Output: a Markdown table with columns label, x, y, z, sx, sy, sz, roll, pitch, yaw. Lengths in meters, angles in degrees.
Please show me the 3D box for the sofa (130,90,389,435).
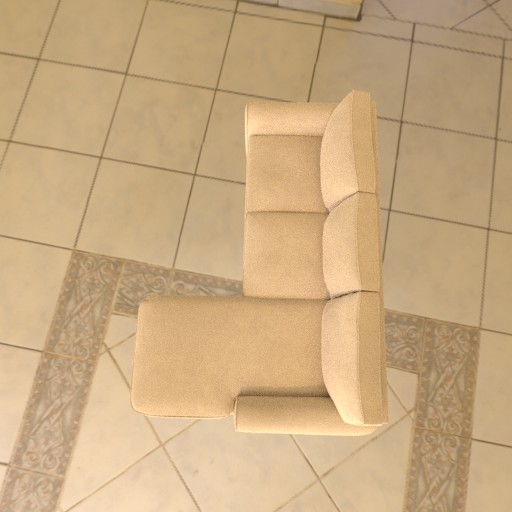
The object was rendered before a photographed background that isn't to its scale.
| label | x | y | z | sx | sy | sz | roll | pitch | yaw |
| --- | --- | --- | --- | --- | --- | --- | --- | --- | --- |
| sofa | 0.000 | 0.000 | 2.386 | 1.226 | 0.734 | 1.770 | 2 | 77 | 0 |
